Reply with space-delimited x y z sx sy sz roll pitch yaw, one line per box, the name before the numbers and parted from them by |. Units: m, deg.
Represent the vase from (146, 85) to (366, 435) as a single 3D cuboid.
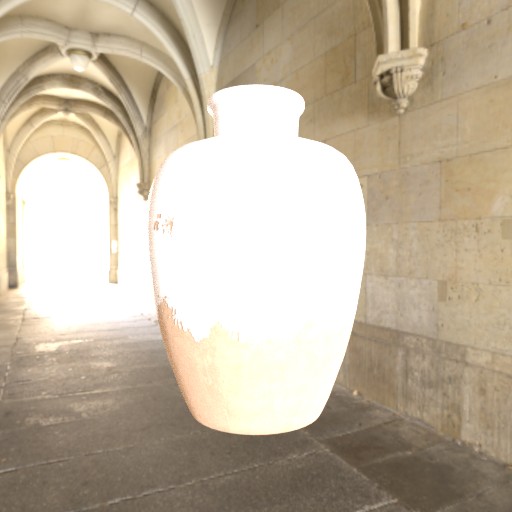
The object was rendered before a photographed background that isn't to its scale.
vase | 0.000 0.000 0.329 0.158 0.228 0.158 0 1 0
